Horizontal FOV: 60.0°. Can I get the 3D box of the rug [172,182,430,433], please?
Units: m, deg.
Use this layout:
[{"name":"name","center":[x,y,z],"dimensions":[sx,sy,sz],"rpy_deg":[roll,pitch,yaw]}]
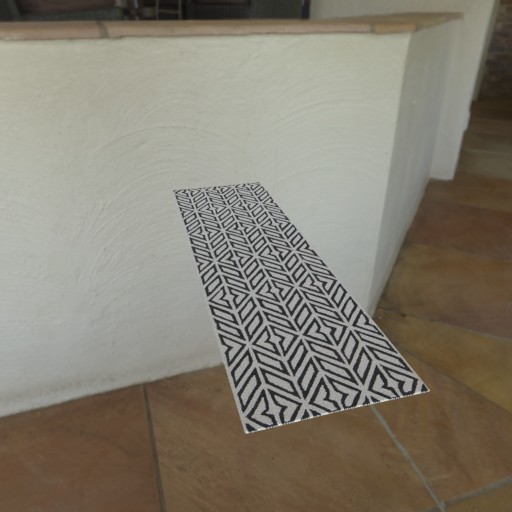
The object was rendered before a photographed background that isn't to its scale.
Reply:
[{"name":"rug","center":[0.000,0.000,2.676],"dimensions":[0.750,0.009,2.435],"rpy_deg":[-8,30,-13]}]
